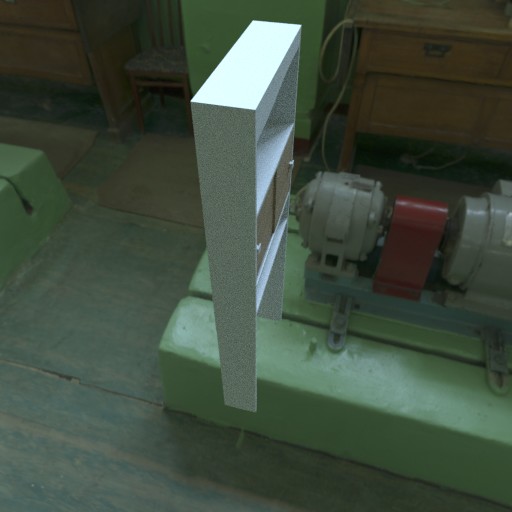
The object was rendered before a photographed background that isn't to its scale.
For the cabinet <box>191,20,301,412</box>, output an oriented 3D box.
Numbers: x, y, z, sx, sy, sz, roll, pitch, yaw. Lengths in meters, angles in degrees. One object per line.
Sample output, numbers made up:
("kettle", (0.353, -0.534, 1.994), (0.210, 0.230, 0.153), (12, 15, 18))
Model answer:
("cabinet", (0.000, 0.000, 2.015), (0.192, 1.770, 0.643), (11, 47, 10))
